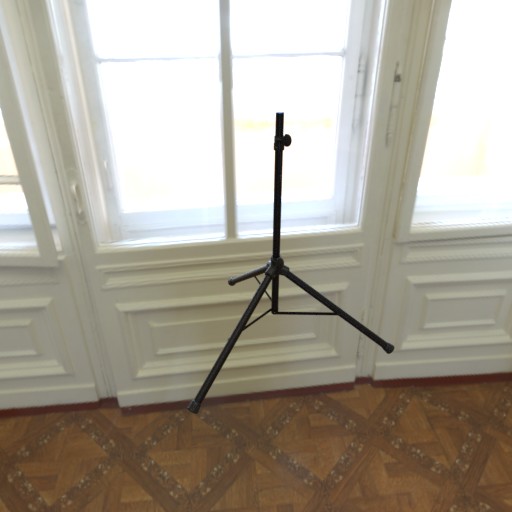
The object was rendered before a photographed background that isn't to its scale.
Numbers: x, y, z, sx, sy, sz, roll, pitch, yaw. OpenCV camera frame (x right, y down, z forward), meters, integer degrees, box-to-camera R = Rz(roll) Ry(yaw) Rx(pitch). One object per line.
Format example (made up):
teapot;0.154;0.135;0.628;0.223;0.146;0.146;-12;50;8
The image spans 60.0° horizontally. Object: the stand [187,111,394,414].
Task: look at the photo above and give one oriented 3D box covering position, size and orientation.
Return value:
stand;0.000;0.000;1.884;1.045;1.136;0.907;22;37;32
